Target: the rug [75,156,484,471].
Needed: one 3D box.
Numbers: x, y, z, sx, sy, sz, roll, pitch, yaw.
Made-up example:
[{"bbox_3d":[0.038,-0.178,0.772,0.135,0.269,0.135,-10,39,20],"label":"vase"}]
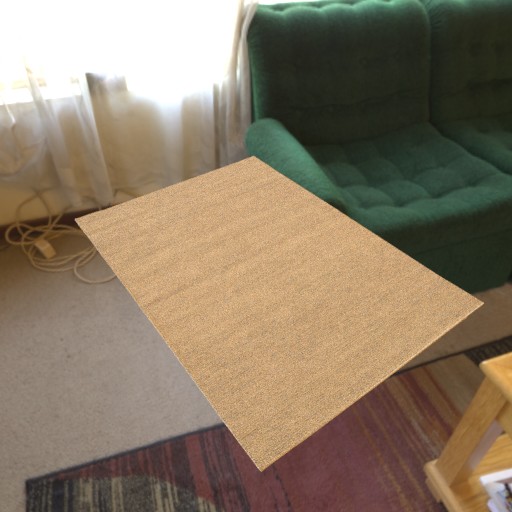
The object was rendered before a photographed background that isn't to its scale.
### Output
[{"bbox_3d":[0.000,0.000,2.893,1.624,0.030,2.264,-25,46,-27],"label":"rug"}]
